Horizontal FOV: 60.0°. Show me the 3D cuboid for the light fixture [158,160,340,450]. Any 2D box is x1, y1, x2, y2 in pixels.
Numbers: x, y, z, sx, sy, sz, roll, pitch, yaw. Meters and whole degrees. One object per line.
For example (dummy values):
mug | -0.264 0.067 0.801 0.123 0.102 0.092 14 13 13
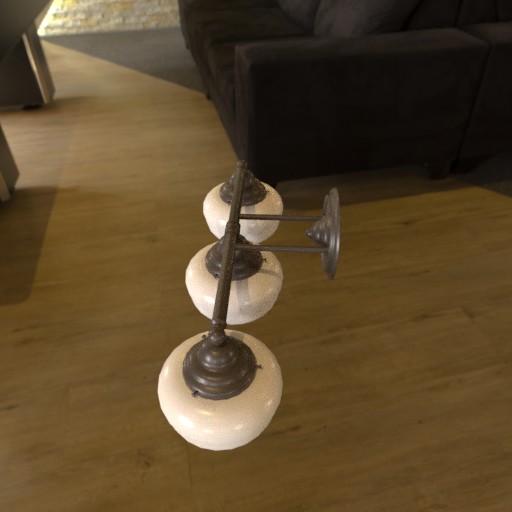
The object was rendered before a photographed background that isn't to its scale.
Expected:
light fixture | 0.000 0.000 0.722 0.239 0.242 0.587 2 40 2
